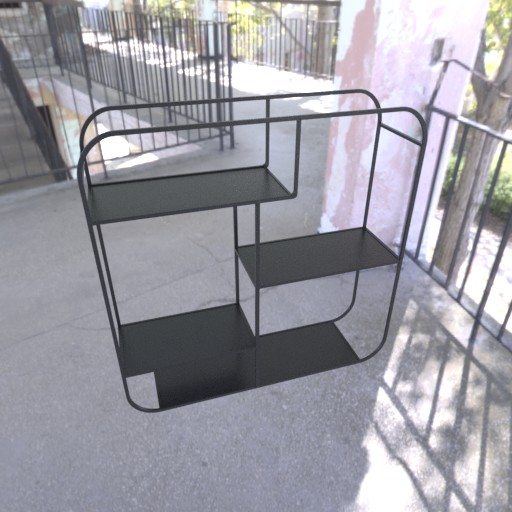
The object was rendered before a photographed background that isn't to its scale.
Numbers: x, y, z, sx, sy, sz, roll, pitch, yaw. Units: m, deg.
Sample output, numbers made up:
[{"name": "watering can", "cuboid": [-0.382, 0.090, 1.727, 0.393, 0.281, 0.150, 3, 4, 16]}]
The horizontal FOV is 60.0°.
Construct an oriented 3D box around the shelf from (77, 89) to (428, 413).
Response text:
[{"name": "shelf", "cuboid": [0.000, 0.000, 0.914, 0.600, 0.600, 0.160, -9, 33, -15]}]
